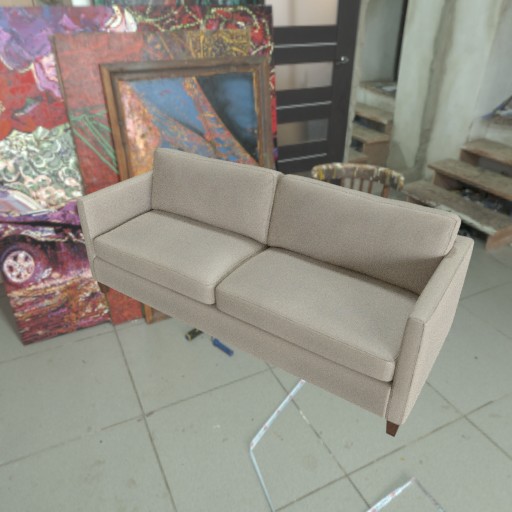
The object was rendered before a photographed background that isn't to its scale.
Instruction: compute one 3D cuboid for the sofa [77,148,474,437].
[{"bbox_3d":[0.000,0.000,2.860,2.361,0.968,0.951,19,35,29],"label":"sofa"}]
